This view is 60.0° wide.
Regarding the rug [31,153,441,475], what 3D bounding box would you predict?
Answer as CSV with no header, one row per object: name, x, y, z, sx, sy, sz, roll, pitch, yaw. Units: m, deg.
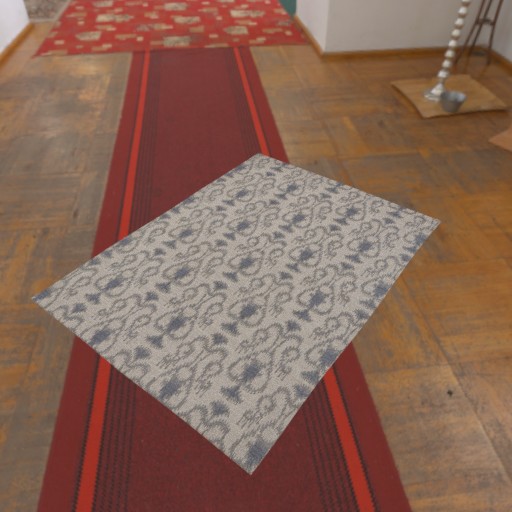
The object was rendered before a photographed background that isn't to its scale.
rug,0.000,0.000,2.933,1.676,0.013,2.261,27,48,27
